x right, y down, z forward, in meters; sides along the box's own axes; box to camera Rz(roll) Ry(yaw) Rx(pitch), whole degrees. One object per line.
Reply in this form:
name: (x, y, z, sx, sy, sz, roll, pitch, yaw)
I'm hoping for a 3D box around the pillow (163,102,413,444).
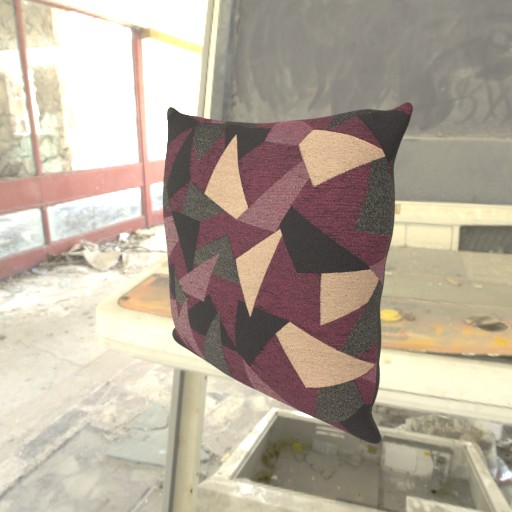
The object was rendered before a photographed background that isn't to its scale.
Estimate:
pillow: (0.000, 0.000, 0.757, 0.503, 0.496, 0.208, 15, 22, 41)
